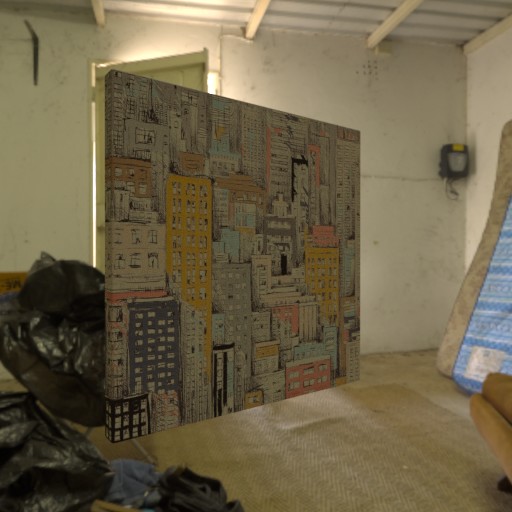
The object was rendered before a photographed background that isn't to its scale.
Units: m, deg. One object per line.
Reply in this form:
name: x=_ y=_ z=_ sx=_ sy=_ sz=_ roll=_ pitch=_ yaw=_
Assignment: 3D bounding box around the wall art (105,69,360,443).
wall art: x=0.000 y=0.000 z=0.910 sx=0.607 sy=0.608 sz=0.038 roll=0 pitch=0 yaw=-37
